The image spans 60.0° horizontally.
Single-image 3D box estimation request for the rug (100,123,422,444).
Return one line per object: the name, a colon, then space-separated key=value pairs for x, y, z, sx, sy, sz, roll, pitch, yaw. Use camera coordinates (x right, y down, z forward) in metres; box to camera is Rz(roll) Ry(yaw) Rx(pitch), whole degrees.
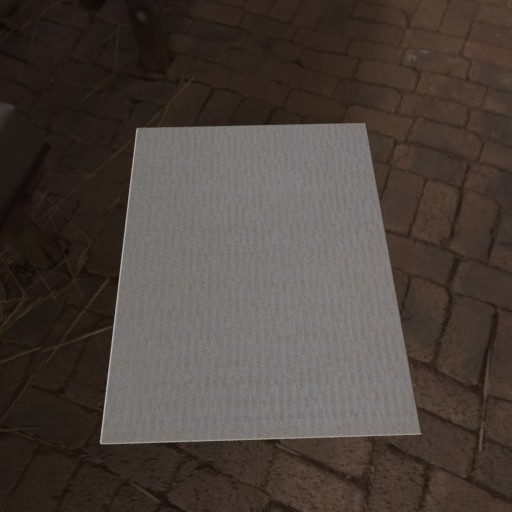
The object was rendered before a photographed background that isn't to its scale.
rug: x=0.000 y=0.000 z=3.988 sx=2.410 sy=0.021 sz=3.055 roll=-1 pitch=64 yaw=-1
